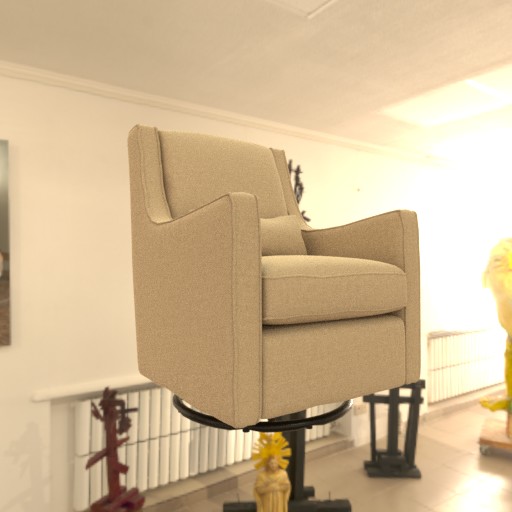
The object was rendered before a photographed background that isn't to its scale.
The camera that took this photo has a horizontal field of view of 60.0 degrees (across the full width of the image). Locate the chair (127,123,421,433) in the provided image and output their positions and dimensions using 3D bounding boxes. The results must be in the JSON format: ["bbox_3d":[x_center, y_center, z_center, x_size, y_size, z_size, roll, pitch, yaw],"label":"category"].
[{"bbox_3d":[0.000,0.000,1.569,0.732,0.993,0.879,0,0,-35],"label":"chair"}]
